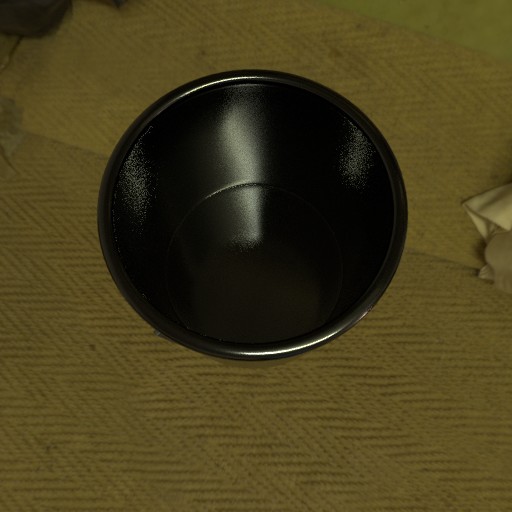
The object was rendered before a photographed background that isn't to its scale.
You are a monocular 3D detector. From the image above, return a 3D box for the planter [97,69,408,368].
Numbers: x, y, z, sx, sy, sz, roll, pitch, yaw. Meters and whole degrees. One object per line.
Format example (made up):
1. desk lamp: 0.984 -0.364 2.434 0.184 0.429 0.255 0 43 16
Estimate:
1. planter: 0.000 0.000 0.632 0.310 0.432 0.310 1 75 0
